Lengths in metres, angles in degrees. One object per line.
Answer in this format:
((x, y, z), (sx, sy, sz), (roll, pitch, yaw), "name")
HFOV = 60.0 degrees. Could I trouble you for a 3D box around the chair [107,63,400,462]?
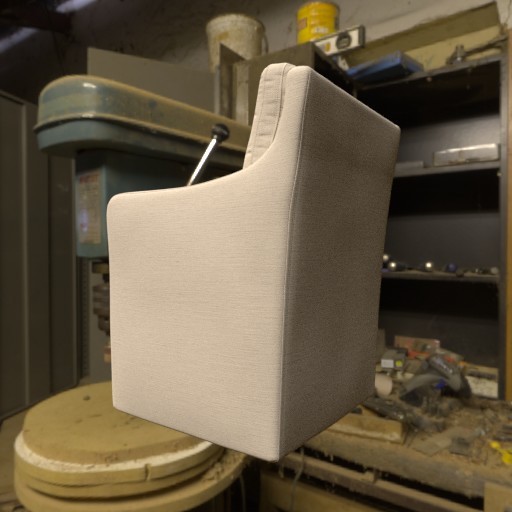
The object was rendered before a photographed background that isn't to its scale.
((0.000, 0.000, 1.349), (0.694, 0.914, 0.626), (1, 1, 36), "chair")
